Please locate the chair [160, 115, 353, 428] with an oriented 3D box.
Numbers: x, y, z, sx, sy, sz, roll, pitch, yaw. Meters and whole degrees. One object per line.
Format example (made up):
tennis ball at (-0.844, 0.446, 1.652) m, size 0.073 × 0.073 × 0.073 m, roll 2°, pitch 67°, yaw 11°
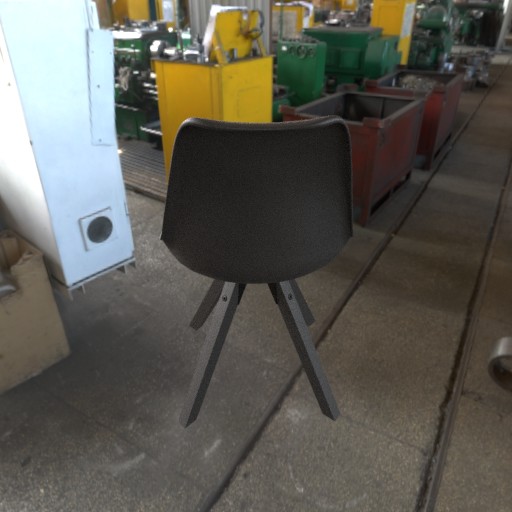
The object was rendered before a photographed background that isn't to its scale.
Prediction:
chair at (0.000, 0.000, 1.173) m, size 0.485 × 0.850 × 0.550 m, roll -2°, pitch 31°, yaw -3°
